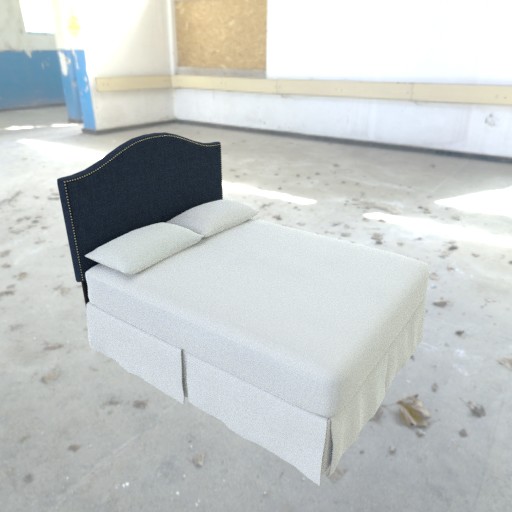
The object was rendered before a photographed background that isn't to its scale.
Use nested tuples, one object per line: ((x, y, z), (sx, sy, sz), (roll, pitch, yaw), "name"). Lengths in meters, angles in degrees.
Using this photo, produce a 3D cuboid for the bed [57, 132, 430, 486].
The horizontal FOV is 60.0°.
((0.000, 0.000, 3.195), (2.153, 1.518, 1.725), (17, 30, 32), "bed")
